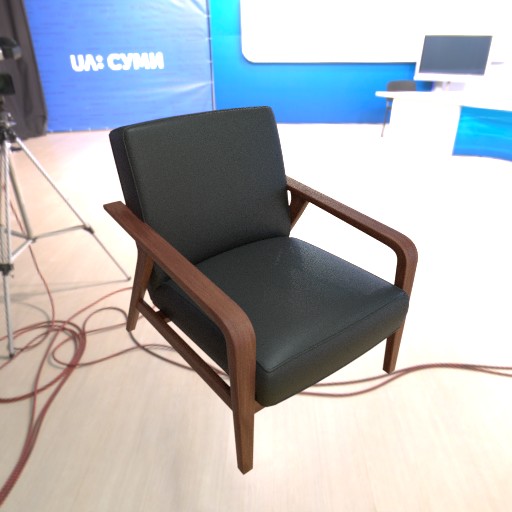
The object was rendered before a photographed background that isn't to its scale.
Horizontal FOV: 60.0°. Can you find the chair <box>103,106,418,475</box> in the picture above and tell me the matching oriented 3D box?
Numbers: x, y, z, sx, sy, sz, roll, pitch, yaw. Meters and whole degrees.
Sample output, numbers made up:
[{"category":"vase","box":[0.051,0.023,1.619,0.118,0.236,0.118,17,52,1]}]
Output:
[{"category":"chair","box":[0.000,0.000,1.510,0.719,0.861,0.889,-21,35,-32]}]
